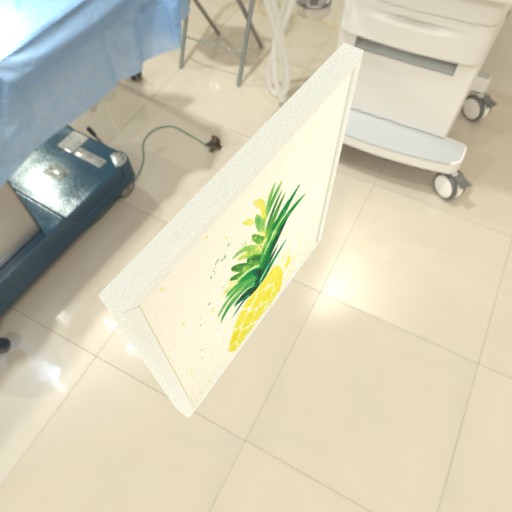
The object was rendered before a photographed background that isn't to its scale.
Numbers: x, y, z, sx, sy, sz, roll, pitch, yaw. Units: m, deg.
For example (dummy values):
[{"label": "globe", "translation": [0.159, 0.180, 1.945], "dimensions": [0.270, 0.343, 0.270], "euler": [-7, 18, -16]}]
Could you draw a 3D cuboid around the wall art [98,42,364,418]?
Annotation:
[{"label": "wall art", "translation": [0.000, 0.000, 0.462], "dimensions": [0.020, 0.307, 0.307], "euler": [31, 64, 17]}]
